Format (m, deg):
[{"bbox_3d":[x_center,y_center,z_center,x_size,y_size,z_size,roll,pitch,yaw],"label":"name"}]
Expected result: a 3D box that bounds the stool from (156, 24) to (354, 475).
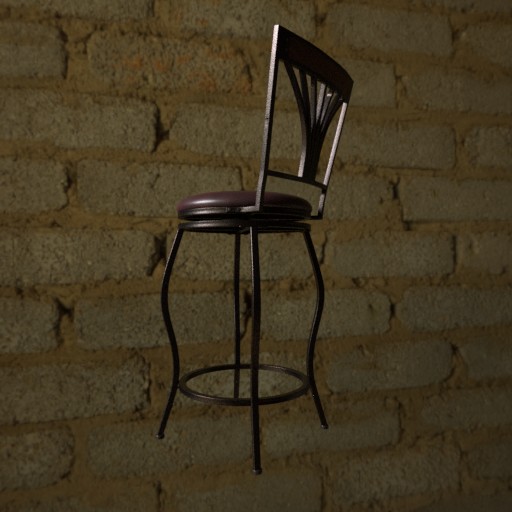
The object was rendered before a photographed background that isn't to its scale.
[{"bbox_3d":[0.000,0.000,1.372,0.514,1.117,0.433,0,0,36],"label":"stool"}]
